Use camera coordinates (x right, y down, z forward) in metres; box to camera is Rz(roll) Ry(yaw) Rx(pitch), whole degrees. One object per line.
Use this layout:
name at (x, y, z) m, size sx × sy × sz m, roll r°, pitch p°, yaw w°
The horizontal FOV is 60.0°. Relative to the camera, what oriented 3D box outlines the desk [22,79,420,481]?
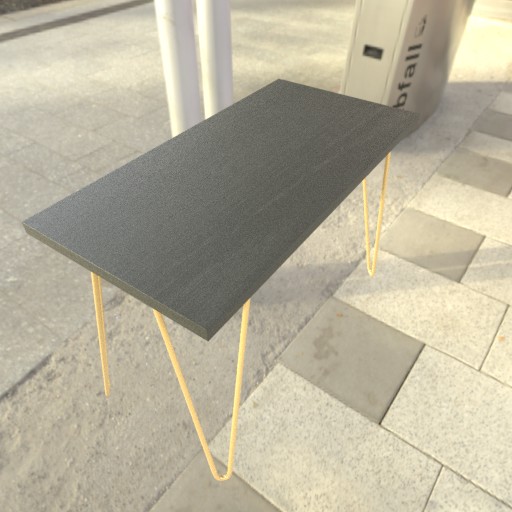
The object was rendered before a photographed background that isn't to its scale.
desk at (0.000, 0.000, 1.339) m, size 0.499 × 0.660 × 0.991 m, roll 25°, pitch 47°, yaw 25°
